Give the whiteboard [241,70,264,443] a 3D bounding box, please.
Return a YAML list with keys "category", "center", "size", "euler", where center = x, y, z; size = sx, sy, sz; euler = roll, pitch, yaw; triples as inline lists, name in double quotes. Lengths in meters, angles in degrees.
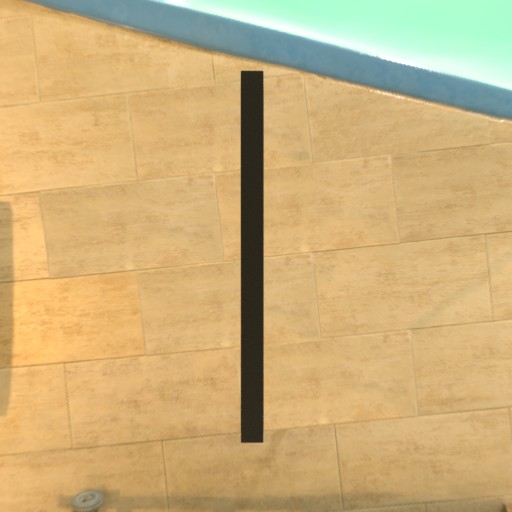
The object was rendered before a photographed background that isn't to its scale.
- category: "whiteboard"
  center: [0.000, 0.000, 0.788]
  size: [0.026, 0.611, 0.406]
  euler: [0, 90, 1]
